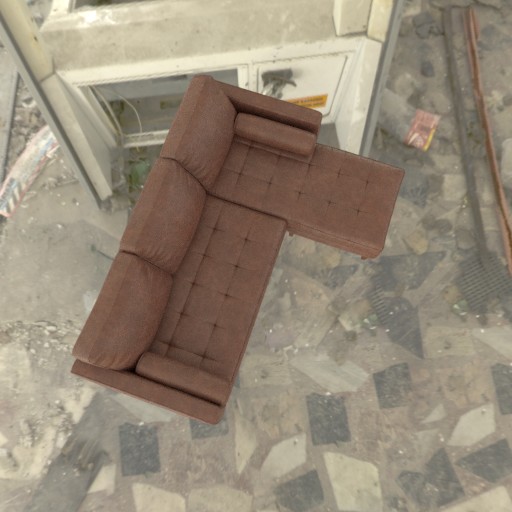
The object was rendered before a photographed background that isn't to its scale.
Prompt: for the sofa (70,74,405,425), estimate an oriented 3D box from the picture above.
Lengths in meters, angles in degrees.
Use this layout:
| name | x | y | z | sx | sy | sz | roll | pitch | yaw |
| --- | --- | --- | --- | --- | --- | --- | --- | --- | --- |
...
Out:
| name | x | y | z | sx | sy | sz | roll | pitch | yaw |
| --- | --- | --- | --- | --- | --- | --- | --- | --- | --- |
| sofa | 0.000 | 0.000 | 2.972 | 1.613 | 0.841 | 2.185 | 18 | 76 | 5 |
